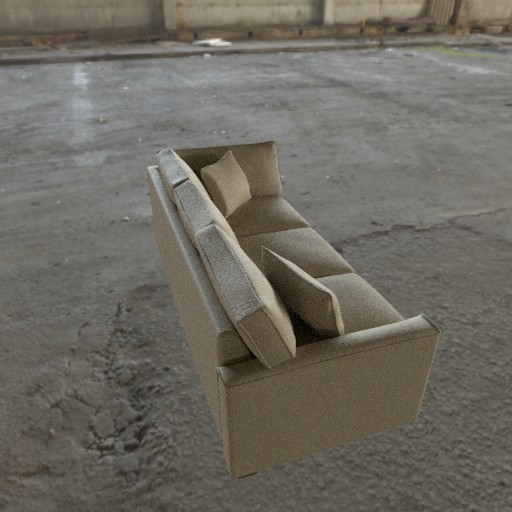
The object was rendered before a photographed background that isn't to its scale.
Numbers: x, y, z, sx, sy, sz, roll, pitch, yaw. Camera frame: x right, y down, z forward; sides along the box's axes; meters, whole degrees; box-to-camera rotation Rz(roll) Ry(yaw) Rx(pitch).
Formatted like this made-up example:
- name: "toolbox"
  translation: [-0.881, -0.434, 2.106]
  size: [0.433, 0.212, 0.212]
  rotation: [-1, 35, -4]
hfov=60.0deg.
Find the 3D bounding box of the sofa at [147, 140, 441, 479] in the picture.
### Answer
- name: "sofa"
  translation: [0.000, 0.000, 2.851]
  size: [1.061, 0.962, 2.317]
  rotation: [-10, 32, -17]
